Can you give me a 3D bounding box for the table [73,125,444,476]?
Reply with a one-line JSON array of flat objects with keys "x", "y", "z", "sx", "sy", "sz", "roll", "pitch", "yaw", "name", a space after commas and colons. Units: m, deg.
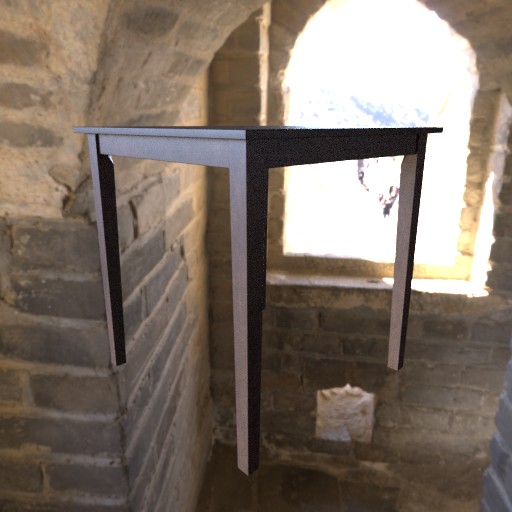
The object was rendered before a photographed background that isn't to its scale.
[{"x": 0.000, "y": 0.000, "z": 1.376, "sx": 0.749, "sy": 0.770, "sz": 0.749, "roll": -15, "pitch": 22, "yaw": -41, "name": "table"}]
